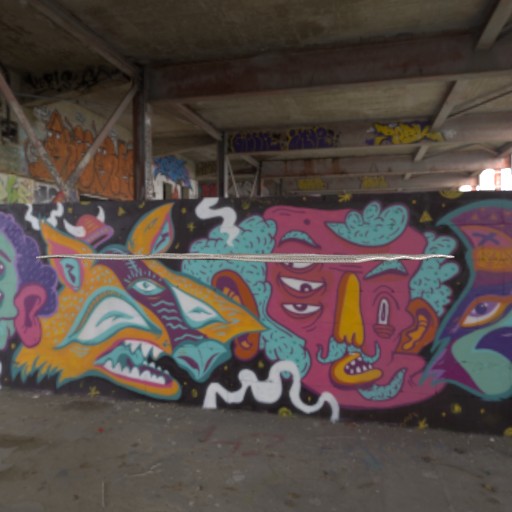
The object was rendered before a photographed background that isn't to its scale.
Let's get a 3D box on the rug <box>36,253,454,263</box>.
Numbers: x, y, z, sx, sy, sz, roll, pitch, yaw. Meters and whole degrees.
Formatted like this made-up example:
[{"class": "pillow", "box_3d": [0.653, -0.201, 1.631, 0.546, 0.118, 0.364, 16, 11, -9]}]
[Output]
[{"class": "rug", "box_3d": [0.000, 0.000, 0.881, 0.642, 0.008, 0.551, 0, 1, 34]}]
